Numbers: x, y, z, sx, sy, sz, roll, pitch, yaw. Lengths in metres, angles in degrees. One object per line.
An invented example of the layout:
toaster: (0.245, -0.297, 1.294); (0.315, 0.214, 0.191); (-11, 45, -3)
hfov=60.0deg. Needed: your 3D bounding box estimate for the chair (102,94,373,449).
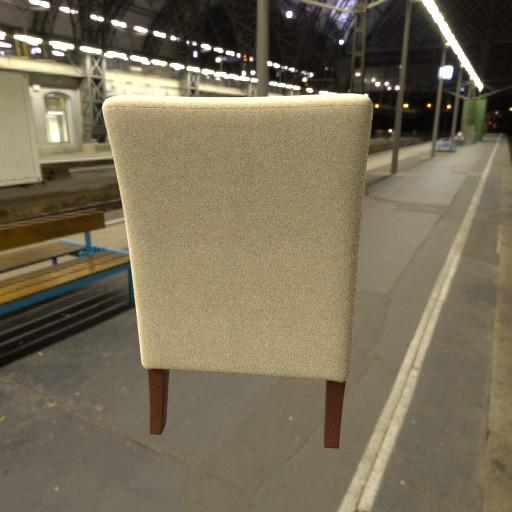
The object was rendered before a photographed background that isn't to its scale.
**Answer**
chair: (0.000, 0.000, 1.276); (0.521, 0.833, 0.754); (2, 17, 7)
